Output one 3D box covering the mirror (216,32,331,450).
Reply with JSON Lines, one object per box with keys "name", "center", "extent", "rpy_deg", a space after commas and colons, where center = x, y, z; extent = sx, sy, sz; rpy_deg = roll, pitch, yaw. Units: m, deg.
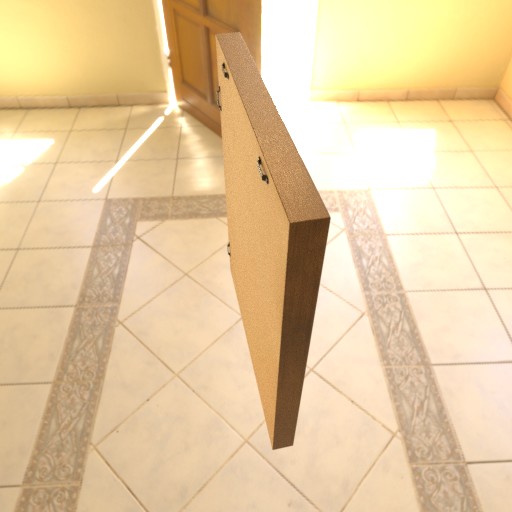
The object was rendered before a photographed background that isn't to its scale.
{"name": "mirror", "center": [0.000, 0.000, 0.684], "extent": [0.041, 0.509, 0.406], "rpy_deg": [-9, 48, -8]}
